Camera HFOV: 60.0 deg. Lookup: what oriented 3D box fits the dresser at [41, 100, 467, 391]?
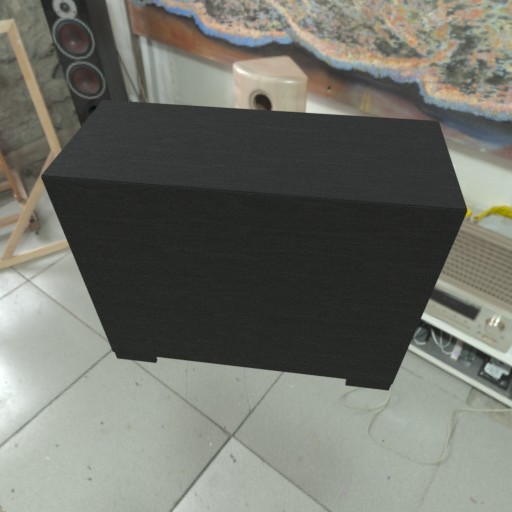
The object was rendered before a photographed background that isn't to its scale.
[{"bbox_3d":[0.000,0.000,1.451,0.994,0.816,0.404,5,45,5],"label":"dresser"}]
